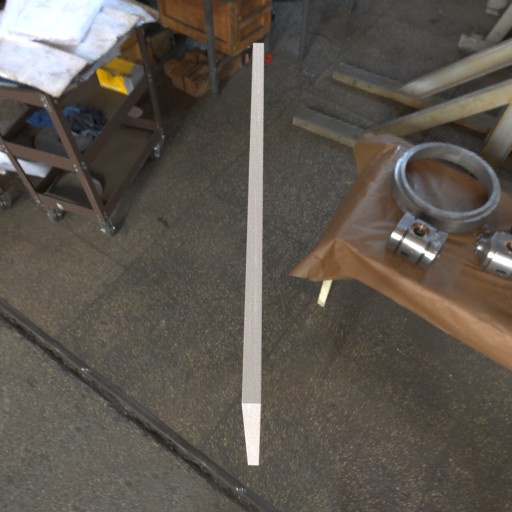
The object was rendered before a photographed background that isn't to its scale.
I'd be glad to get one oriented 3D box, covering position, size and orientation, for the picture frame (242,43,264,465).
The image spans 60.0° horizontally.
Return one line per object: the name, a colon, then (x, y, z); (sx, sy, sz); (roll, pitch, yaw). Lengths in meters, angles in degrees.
picture frame: (0.000, 0.000, 1.202); (0.029, 0.640, 0.950); (1, 57, 0)
